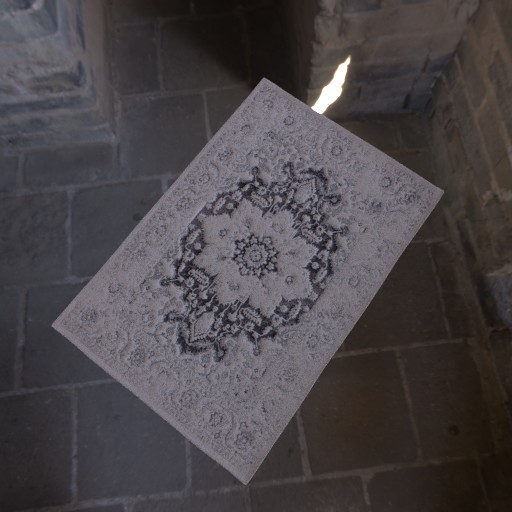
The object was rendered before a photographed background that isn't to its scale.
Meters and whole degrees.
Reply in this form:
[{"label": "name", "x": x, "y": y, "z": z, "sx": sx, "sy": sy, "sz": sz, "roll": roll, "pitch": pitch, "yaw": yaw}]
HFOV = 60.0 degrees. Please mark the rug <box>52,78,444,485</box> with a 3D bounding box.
[{"label": "rug", "x": 0.000, "y": 0.000, "z": 2.318, "sx": 1.223, "sy": 0.008, "sz": 1.813, "roll": 35, "pitch": 77, "yaw": 9}]
